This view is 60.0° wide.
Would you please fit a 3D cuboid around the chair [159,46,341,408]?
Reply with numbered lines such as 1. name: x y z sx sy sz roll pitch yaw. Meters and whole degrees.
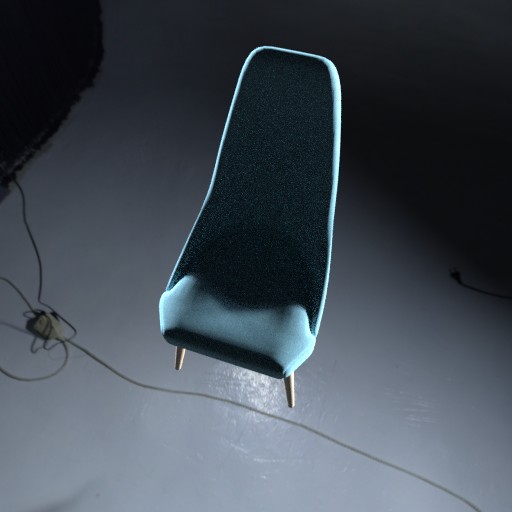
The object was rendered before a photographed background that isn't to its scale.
1. chair: 0.000 0.000 1.432 0.510 1.040 0.660 16 59 10
